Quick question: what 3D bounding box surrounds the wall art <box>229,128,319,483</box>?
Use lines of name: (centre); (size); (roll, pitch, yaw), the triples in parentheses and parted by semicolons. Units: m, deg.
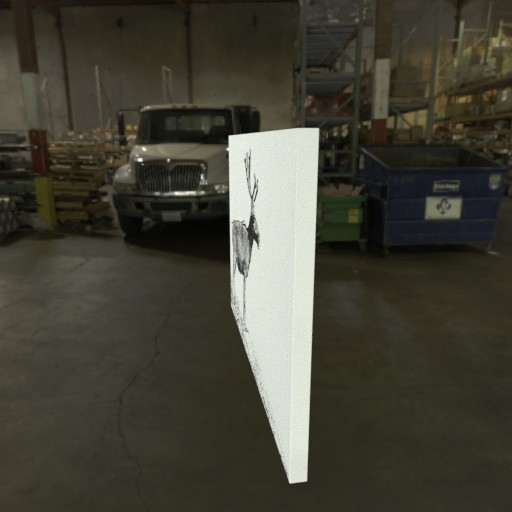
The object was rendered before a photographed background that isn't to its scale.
wall art: (0.000, 0.000, 1.158); (0.033, 0.617, 0.906); (-2, 15, -9)
